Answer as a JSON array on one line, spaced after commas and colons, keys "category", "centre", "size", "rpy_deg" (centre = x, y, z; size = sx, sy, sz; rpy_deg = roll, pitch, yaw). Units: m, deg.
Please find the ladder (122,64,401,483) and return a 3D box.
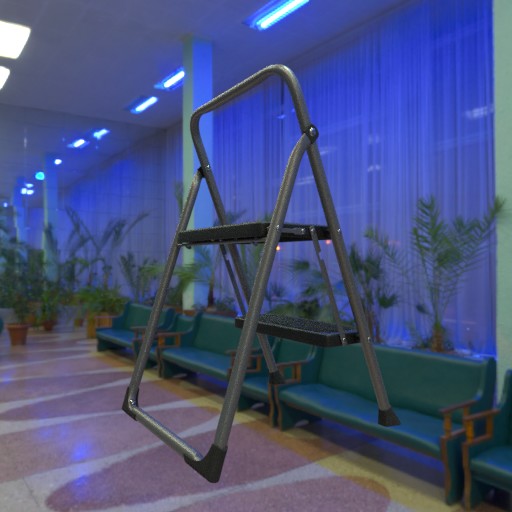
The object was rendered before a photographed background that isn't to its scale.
[{"category": "ladder", "centre": [0.000, 0.000, 0.994], "size": [0.472, 0.720, 0.430], "rpy_deg": [0, -1, -35]}]
